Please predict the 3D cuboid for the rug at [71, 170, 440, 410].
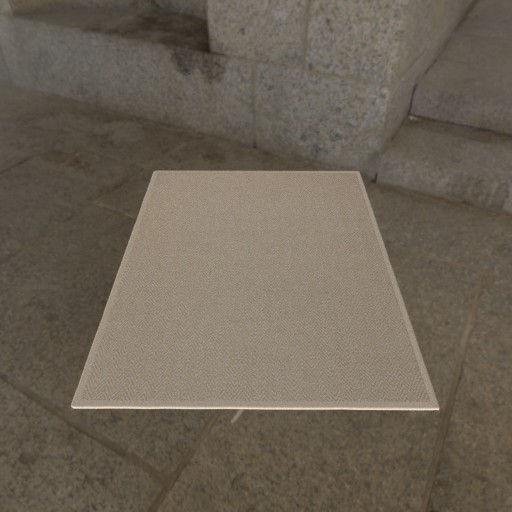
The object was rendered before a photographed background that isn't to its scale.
[{"bbox_3d":[0.000,0.000,4.035,2.407,0.020,3.051,0,41,0],"label":"rug"}]
